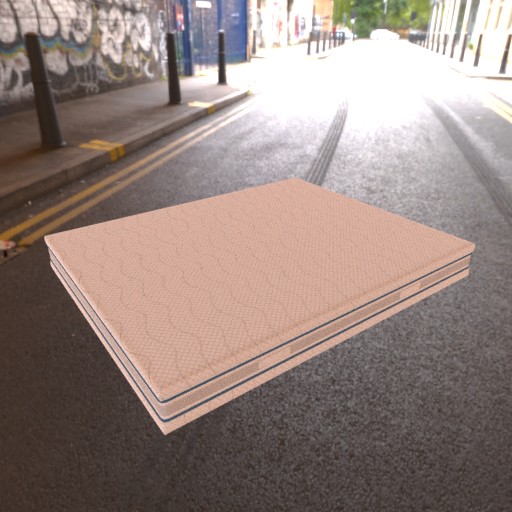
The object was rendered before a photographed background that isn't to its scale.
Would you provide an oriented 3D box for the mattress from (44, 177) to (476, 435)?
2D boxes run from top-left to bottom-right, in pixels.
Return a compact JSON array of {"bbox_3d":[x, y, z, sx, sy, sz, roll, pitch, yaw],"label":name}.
[{"bbox_3d":[0.000,0.000,2.667,2.000,0.230,1.600,-18,32,-32],"label":"mattress"}]
